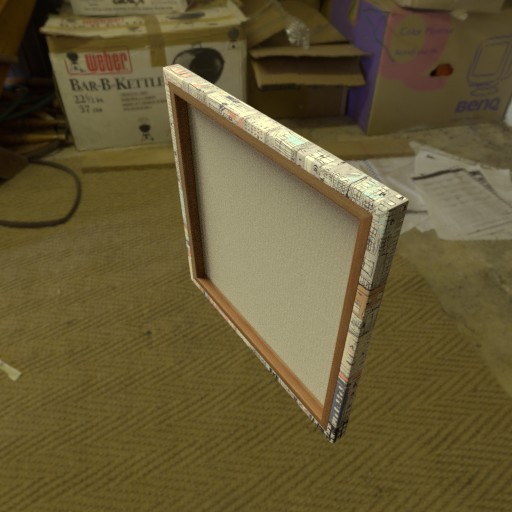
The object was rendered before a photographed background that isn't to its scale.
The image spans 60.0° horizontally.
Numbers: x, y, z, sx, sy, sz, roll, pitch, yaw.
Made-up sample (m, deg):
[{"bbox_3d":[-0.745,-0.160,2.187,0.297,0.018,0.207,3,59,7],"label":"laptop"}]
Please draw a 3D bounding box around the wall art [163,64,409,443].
[{"bbox_3d":[0.000,0.000,0.926,0.038,0.608,0.607,-25,47,-26],"label":"wall art"}]
